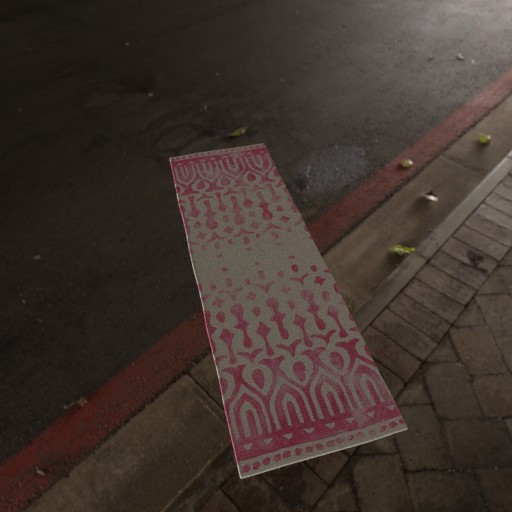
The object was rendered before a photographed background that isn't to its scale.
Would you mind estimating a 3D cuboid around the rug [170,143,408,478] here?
[{"bbox_3d":[0.000,0.000,2.729,0.787,0.011,2.458,-11,47,-10],"label":"rug"}]
